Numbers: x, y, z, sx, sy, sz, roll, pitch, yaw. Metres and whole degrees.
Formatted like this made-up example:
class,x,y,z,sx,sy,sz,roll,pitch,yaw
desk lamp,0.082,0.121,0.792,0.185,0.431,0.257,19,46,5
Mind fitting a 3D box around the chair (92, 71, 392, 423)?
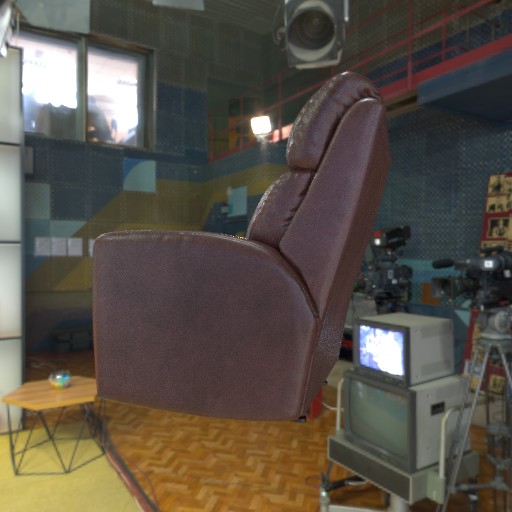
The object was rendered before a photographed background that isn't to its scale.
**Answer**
class,x,y,z,sx,sy,sz,roll,pitch,yaw
chair,0.000,0.000,1.624,0.939,1.016,0.787,0,0,18
